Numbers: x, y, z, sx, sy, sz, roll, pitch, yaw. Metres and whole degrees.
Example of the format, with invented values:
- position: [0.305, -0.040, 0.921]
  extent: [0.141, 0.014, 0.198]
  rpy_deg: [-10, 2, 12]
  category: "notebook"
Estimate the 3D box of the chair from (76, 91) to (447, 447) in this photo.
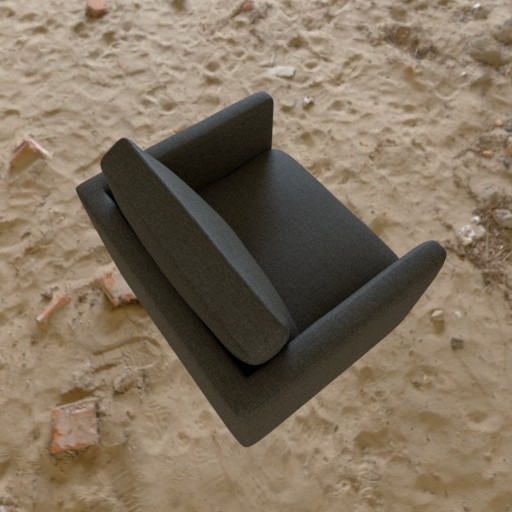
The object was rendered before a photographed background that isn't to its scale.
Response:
- position: [0.000, 0.000, 1.851]
  extent: [0.959, 0.963, 1.107]
  rpy_deg: [-34, 65, -18]
  category: "chair"
